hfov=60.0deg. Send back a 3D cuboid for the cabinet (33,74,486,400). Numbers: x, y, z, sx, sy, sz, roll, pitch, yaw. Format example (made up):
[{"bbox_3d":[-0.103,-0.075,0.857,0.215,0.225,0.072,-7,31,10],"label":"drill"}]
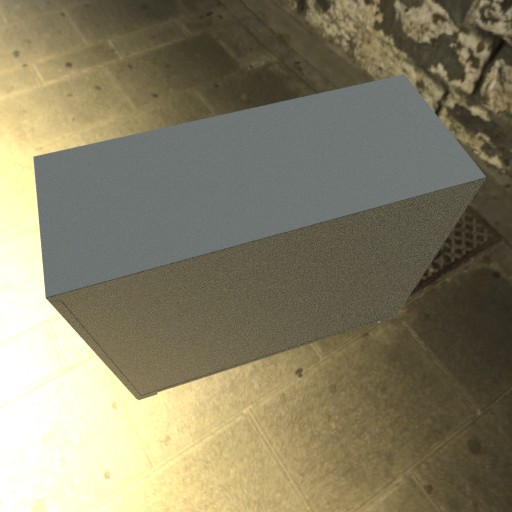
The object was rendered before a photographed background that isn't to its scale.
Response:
[{"bbox_3d":[0.000,0.000,1.389,1.000,0.800,0.400,-16,59,-10],"label":"cabinet"}]
